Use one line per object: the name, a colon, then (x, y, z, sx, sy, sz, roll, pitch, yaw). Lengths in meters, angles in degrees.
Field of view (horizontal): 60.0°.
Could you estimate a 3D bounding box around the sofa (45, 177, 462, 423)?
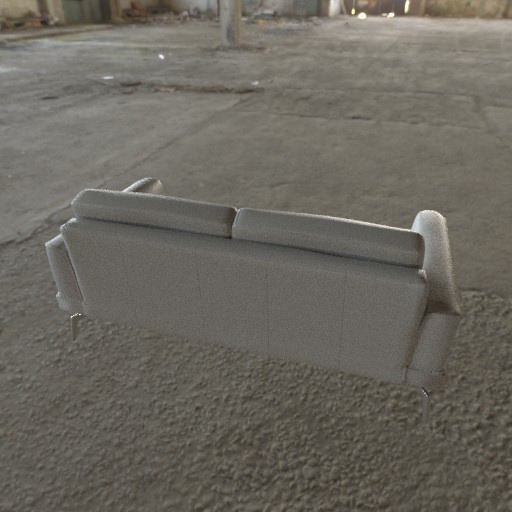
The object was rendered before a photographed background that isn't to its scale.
sofa: (0.000, 0.000, 2.644, 2.177, 0.930, 1.121, 9, 32, 15)
